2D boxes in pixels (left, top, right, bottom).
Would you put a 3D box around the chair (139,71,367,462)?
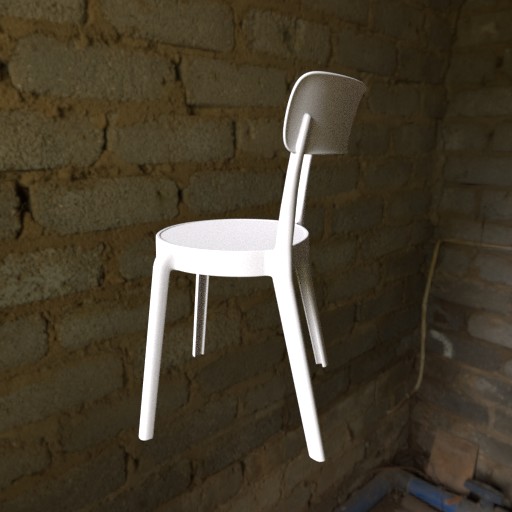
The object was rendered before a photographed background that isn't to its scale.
[{"bbox_3d":[0.000,0.000,1.110,0.491,0.790,0.506,2,15,9],"label":"chair"}]
